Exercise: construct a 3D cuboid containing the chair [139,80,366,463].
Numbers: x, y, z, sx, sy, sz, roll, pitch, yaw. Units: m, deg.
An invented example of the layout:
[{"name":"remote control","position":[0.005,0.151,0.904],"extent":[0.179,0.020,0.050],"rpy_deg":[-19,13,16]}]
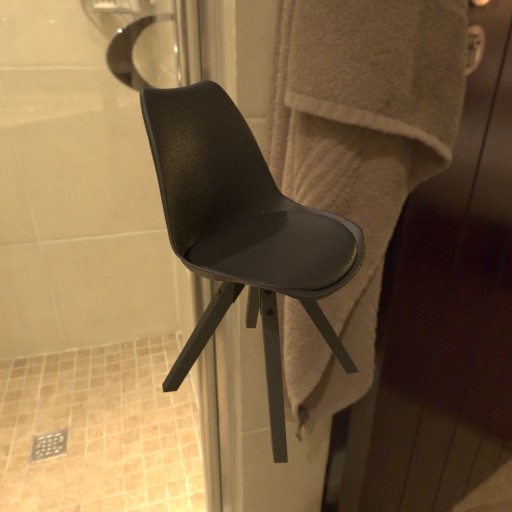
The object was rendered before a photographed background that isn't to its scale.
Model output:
[{"name":"chair","position":[0.000,0.000,1.208],"extent":[0.550,0.850,0.485],"rpy_deg":[19,32,32]}]
